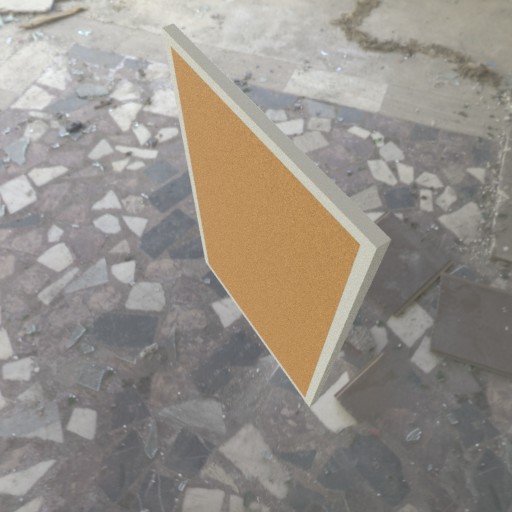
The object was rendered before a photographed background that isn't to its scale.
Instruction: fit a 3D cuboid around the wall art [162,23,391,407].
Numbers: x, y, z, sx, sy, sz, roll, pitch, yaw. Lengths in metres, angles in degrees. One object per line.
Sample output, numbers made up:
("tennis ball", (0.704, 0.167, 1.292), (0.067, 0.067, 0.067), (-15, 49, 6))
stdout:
("wall art", (0.000, 0.000, 0.542), (0.013, 0.433, 0.303), (-30, 63, -17))
